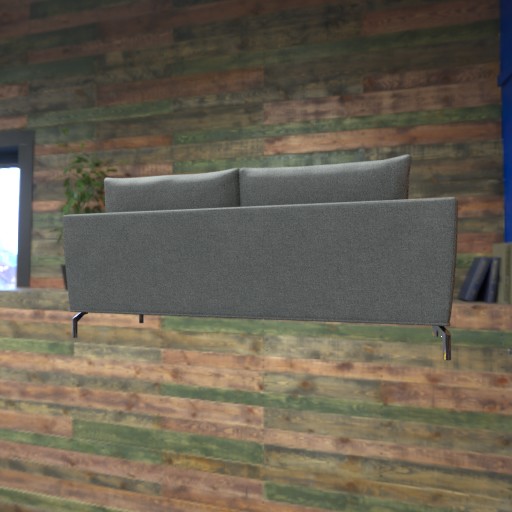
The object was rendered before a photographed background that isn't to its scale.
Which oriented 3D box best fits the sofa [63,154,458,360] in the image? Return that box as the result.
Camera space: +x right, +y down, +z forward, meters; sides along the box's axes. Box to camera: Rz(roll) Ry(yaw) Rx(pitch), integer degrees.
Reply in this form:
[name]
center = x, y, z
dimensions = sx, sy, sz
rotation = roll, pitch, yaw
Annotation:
[sofa]
center = 0.000, 0.000, 2.747
dimensions = 2.212, 1.002, 0.869
rotation = 0, -1, 18
